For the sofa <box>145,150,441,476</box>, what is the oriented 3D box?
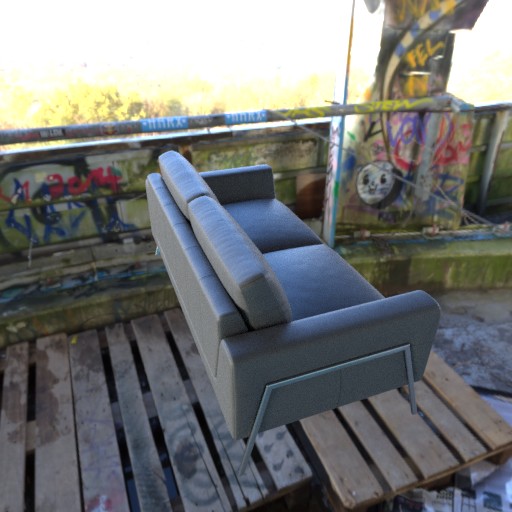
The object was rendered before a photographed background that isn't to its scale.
[{"bbox_3d":[0.000,0.000,2.616,0.953,0.875,2.017,-11,32,-18],"label":"sofa"}]
